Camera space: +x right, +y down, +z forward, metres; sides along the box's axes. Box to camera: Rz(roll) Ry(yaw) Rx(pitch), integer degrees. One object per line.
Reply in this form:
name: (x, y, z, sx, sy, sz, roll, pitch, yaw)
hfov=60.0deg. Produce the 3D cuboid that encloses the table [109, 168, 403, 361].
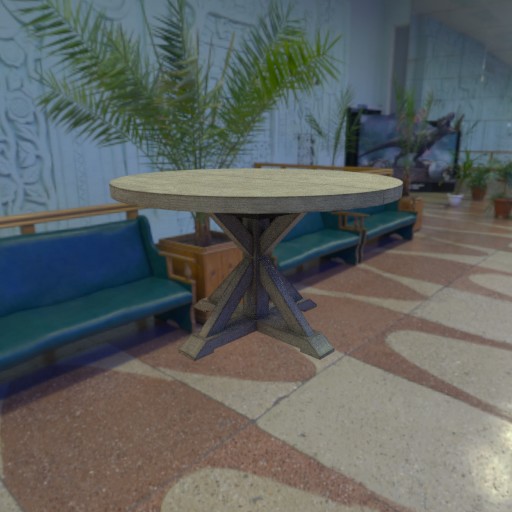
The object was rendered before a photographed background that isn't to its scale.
table: (0.000, 0.000, 2.253, 1.363, 0.781, 1.363, 0, 15, 0)
